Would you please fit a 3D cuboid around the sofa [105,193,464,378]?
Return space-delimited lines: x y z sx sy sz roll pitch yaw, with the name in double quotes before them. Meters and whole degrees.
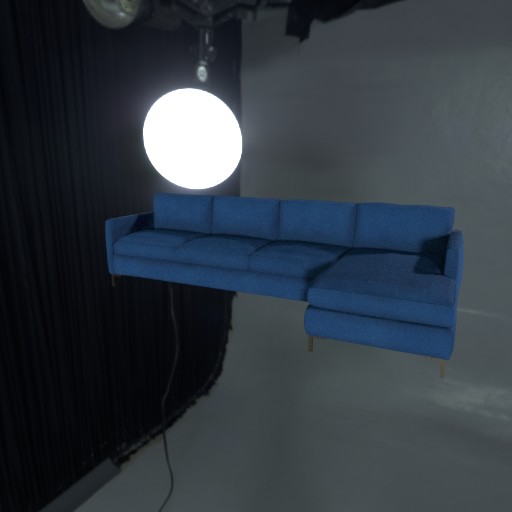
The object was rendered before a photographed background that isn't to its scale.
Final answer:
"sofa" 0.000 0.000 3.462 2.932 0.810 1.350 6 14 25
